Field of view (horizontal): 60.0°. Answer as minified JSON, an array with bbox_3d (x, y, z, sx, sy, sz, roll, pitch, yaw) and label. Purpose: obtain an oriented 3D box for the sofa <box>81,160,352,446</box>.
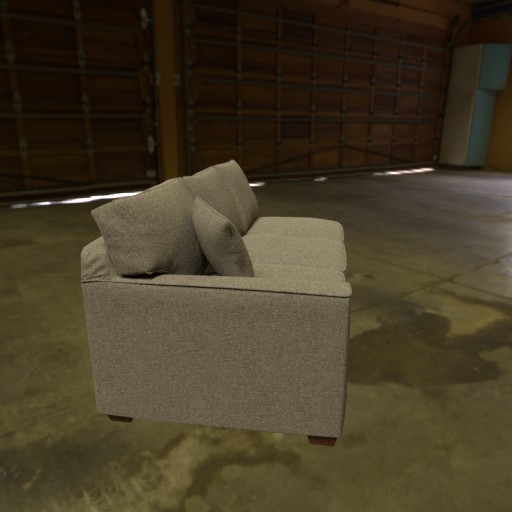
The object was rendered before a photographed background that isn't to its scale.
[{"bbox_3d":[0.000,0.000,2.544,1.034,0.946,1.963,3,17,9],"label":"sofa"}]
